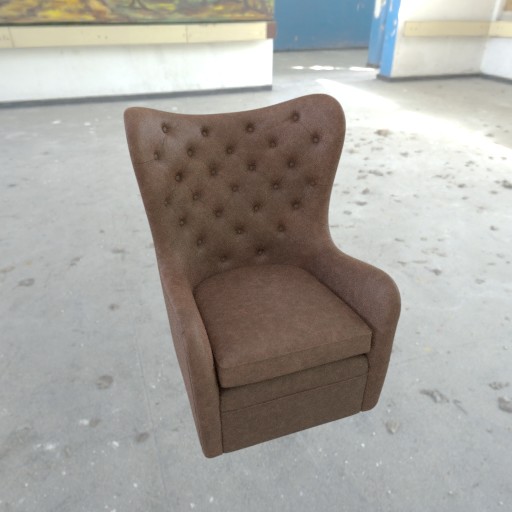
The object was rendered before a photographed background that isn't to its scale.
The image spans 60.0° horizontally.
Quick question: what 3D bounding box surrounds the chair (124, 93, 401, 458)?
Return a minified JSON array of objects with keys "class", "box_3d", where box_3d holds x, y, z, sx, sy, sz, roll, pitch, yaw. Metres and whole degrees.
[{"class":"chair","box_3d":[0.000,0.000,1.744,0.831,1.079,0.930,-10,32,-16]}]
